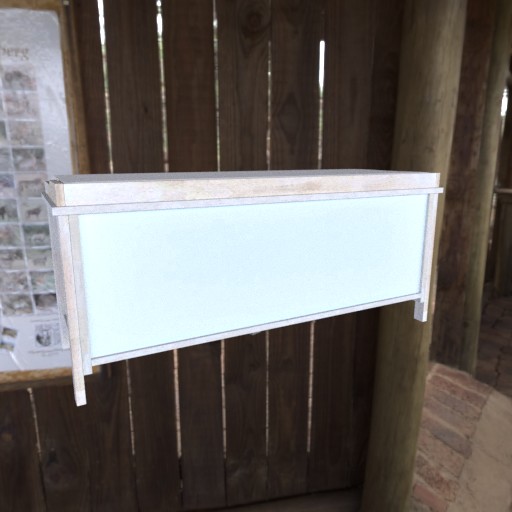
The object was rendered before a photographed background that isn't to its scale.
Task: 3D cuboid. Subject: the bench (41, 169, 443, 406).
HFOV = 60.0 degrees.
[{"bbox_3d":[0.000,0.000,1.367,1.140,0.501,0.398,-7,15,-27],"label":"bench"}]
